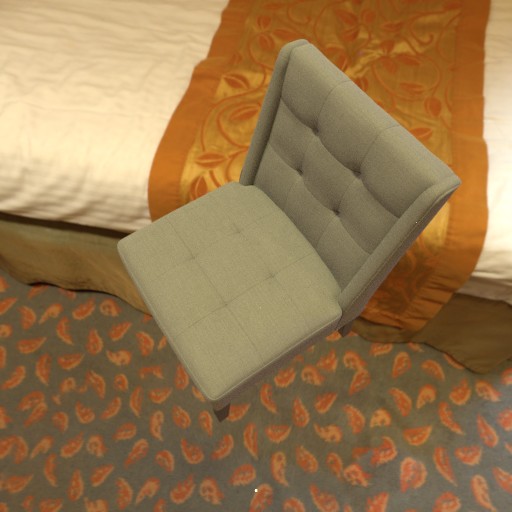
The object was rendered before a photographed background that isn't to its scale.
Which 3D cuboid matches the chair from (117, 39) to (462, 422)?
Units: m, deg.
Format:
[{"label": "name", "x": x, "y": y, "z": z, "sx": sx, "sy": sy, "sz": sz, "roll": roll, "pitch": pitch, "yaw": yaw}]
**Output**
[{"label": "chair", "x": 0.000, "y": 0.000, "z": 1.298, "sx": 0.676, "sy": 0.853, "sz": 0.569, "roll": -31, "pitch": 66, "yaw": -15}]
